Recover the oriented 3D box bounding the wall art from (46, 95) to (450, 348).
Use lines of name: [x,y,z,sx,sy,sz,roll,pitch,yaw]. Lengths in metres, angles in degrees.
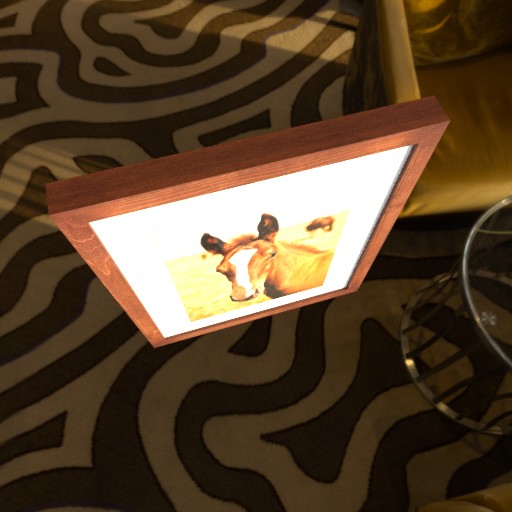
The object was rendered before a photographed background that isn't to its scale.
wall art: [0.000,0.000,0.527,0.330,0.381,0.030,-15,65,-7]
